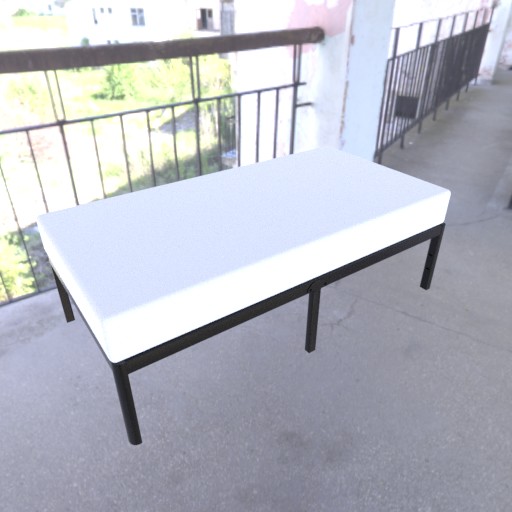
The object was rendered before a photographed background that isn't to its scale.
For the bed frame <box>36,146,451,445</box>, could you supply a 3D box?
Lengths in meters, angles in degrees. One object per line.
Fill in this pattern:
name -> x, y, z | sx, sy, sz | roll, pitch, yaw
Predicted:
bed frame -> 0.000, 0.000, 2.468 | 1.950, 0.659, 1.023 | -20, 37, -29
